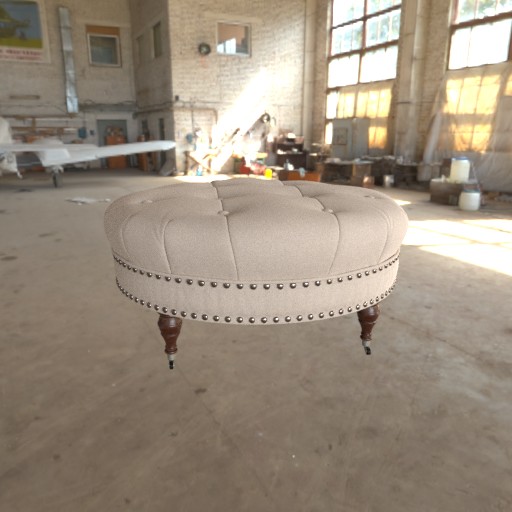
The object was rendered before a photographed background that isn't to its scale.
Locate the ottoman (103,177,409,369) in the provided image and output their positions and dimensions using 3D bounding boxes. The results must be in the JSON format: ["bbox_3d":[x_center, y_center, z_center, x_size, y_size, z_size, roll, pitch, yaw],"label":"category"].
[{"bbox_3d":[0.000,0.000,1.390,0.901,0.439,0.901,0,15,0],"label":"ottoman"}]
